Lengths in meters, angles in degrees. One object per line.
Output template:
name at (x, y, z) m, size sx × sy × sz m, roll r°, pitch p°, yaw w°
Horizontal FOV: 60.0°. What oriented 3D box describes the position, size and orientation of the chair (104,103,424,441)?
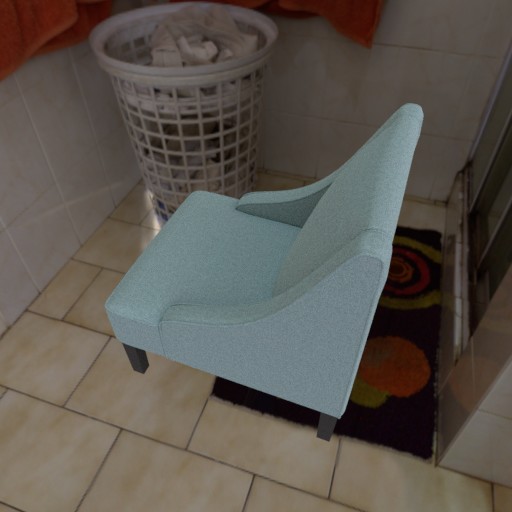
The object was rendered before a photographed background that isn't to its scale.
chair at (0.000, 0.000, 1.869) m, size 1.025 × 1.133 × 0.857 m, roll 15°, pitch 47°, yaw 15°
